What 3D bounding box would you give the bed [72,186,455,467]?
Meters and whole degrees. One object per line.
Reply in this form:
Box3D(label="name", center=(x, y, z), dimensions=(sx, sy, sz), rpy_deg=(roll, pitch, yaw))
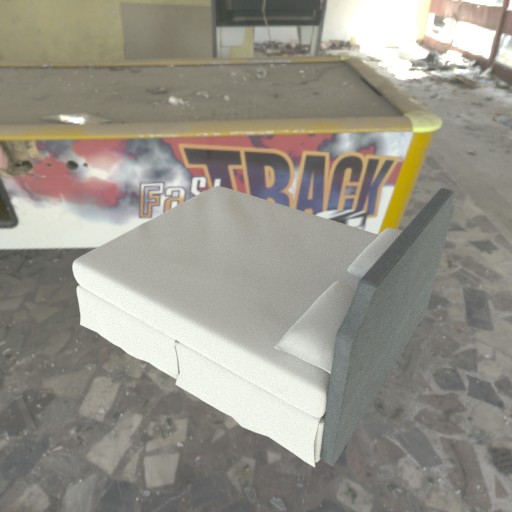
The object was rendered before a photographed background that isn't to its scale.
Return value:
Box3D(label="bed", center=(0.000, 0.000, 3.615), dimensions=(2.464, 1.306, 1.977), rpy_deg=(21, 38, 29))
